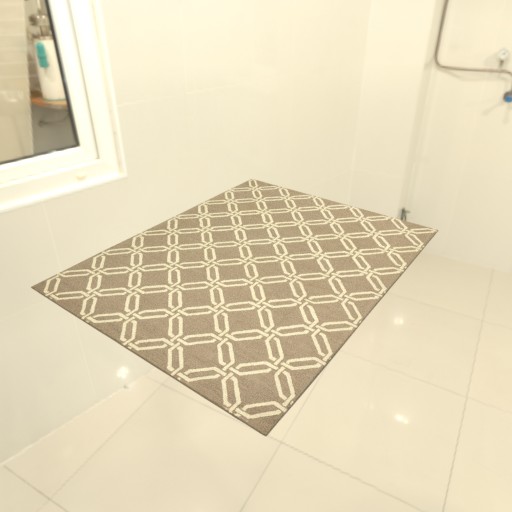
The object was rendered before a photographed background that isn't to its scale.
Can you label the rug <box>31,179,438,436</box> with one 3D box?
[{"bbox_3d":[0.000,0.000,3.913,2.288,0.018,2.895,21,37,31],"label":"rug"}]
